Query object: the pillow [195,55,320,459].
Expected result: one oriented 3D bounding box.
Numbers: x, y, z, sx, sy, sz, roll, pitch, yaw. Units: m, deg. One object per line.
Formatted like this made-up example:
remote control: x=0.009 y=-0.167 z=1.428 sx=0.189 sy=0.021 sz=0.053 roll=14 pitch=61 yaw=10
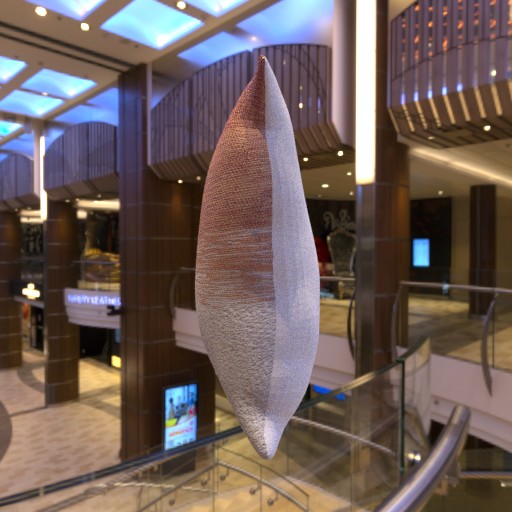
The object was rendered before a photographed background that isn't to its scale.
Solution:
pillow: x=0.000 y=0.000 z=0.680 sx=0.182 sy=0.441 sz=0.440 roll=0 pitch=1 yaw=-1
